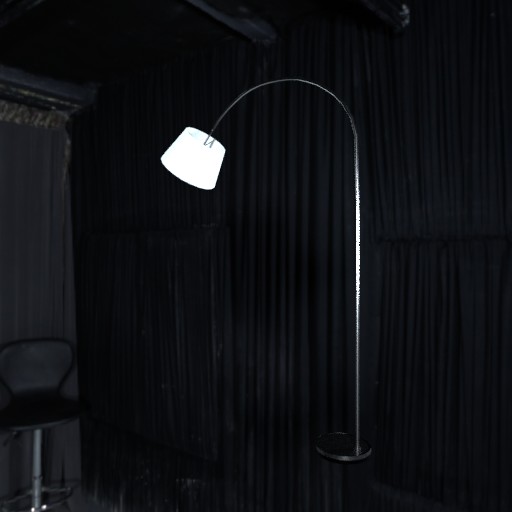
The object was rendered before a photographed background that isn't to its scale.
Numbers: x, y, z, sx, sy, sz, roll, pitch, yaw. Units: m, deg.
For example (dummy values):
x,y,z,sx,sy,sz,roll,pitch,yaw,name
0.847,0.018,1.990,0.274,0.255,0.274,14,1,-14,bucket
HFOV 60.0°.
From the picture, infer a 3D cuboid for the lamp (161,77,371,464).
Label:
x,y,z,sx,sy,sz,roll,pitch,yaw,name
0.000,0.000,2.712,1.445,2.098,0.406,0,1,35,lamp
